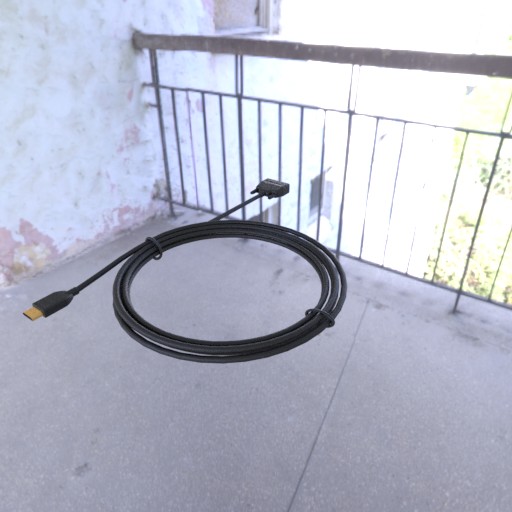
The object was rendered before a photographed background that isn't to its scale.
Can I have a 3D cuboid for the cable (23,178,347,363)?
[{"bbox_3d":[0.000,0.000,0.497,0.257,0.030,0.422,21,37,30],"label":"cable"}]
